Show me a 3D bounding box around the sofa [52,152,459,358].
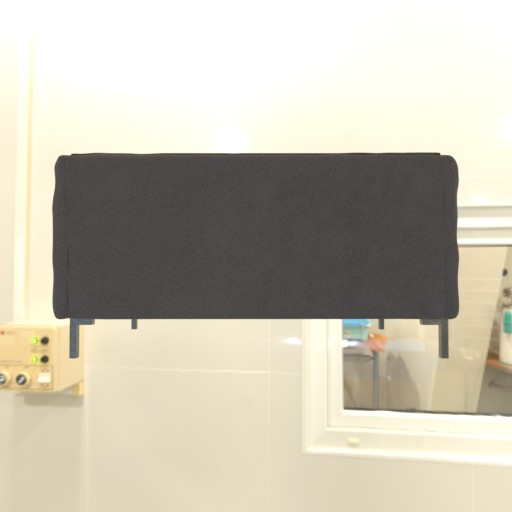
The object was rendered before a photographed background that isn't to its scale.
[{"bbox_3d":[0.000,0.000,2.128,1.583,0.810,0.909,0,-1,0],"label":"sofa"}]
